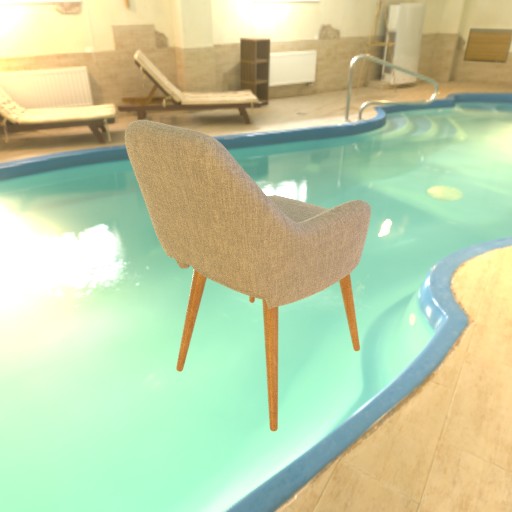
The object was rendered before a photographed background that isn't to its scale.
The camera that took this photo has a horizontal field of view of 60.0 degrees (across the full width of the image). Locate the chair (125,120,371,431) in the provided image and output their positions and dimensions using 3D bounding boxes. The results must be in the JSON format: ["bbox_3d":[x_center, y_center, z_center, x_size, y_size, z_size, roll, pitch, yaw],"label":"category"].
[{"bbox_3d":[0.000,0.000,1.256,0.590,0.840,0.610,21,36,32],"label":"chair"}]
